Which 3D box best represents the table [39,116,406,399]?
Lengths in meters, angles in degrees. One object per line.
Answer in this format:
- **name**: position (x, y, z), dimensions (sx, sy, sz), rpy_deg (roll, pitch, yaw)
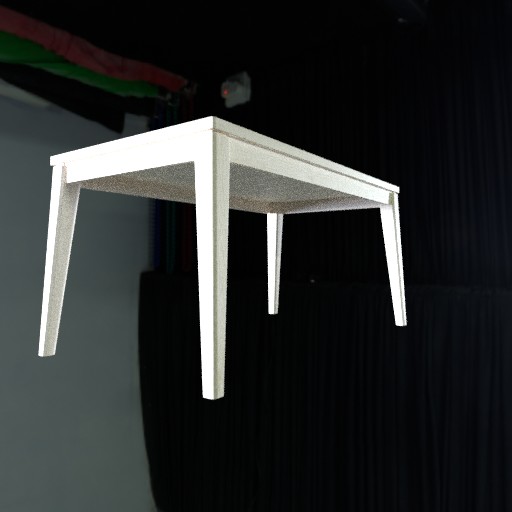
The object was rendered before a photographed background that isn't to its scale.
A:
- **table**: position (0.000, 0.000, 2.075), dimensions (0.900, 0.760, 1.600), rpy_deg (0, 0, 36)
